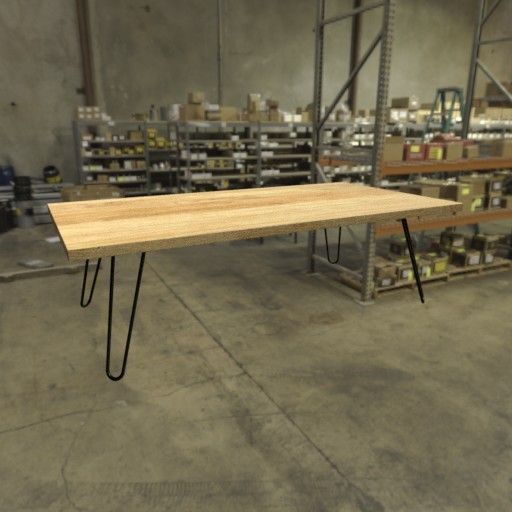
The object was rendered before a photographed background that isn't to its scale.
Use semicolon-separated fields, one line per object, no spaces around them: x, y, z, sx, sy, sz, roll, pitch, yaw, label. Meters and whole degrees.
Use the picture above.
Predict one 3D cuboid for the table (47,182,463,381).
0.000;0.000;1.672;1.348;0.400;0.699;-9;19;-27;table
